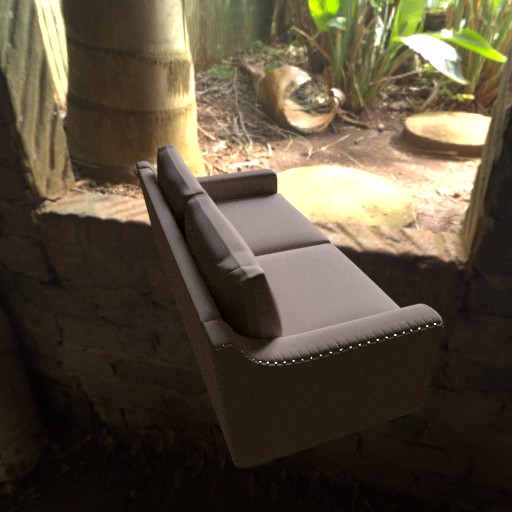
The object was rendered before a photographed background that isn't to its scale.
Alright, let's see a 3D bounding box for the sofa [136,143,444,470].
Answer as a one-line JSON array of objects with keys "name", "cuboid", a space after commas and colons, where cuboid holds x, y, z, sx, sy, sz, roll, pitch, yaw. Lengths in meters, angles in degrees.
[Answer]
[{"name": "sofa", "cuboid": [0.000, 0.000, 2.532, 1.030, 0.901, 1.967, -11, 33, -17]}]
